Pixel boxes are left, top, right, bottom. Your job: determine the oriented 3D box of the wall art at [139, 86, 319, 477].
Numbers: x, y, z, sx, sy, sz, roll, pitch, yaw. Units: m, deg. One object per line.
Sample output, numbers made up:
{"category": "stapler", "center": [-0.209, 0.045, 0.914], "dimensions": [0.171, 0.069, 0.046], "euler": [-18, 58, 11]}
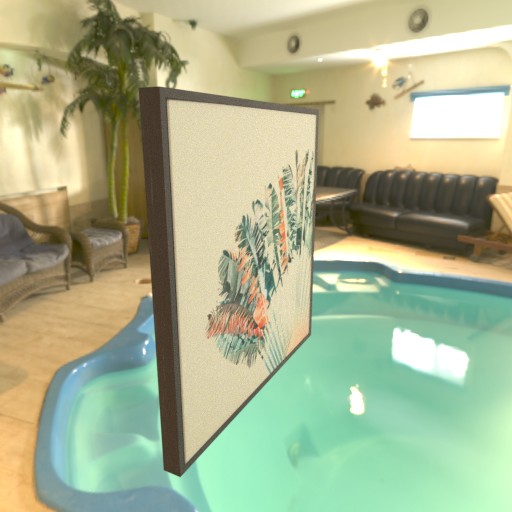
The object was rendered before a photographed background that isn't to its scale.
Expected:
{"category": "wall art", "center": [0.000, 0.000, 1.152], "dimensions": [0.043, 0.758, 0.762], "euler": [8, 17, 26]}
